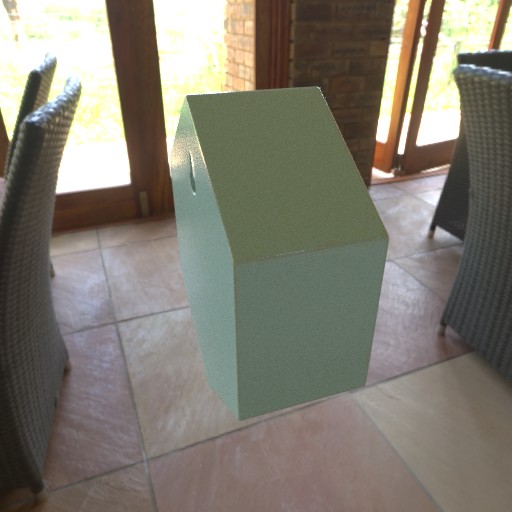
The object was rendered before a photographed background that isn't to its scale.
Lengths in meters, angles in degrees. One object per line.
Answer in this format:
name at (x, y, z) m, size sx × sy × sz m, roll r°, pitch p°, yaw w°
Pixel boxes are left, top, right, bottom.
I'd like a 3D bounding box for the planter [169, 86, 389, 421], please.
planter at (0.000, 0.000, 0.291) m, size 0.078 × 0.207 × 0.169 m, roll -9°, pitch 31°, yaw -16°
